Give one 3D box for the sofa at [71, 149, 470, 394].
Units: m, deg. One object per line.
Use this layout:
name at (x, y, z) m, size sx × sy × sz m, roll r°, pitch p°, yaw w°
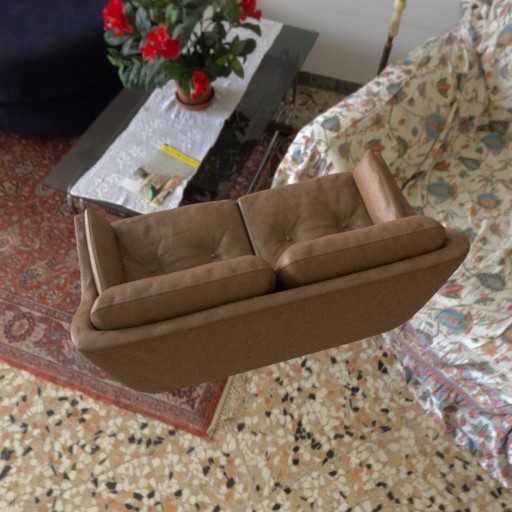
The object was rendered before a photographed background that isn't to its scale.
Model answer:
sofa at (0.000, 0.000, 2.284) m, size 1.731 × 0.886 × 0.981 m, roll -13°, pitch 59°, yaw -8°
